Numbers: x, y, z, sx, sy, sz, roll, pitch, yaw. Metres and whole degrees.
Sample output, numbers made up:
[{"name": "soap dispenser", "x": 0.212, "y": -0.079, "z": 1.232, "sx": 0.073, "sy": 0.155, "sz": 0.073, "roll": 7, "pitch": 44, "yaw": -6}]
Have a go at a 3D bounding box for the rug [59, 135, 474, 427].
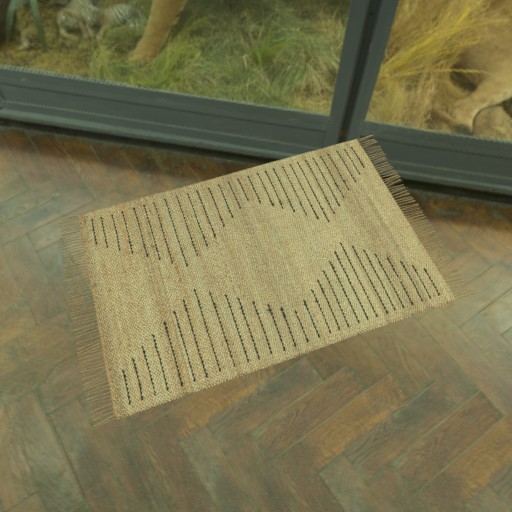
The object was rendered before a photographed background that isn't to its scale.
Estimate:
[{"name": "rug", "x": 0.000, "y": 0.000, "z": 2.495, "sx": 2.085, "sy": 0.027, "sz": 1.224, "roll": -17, "pitch": 62, "yaw": -9}]
